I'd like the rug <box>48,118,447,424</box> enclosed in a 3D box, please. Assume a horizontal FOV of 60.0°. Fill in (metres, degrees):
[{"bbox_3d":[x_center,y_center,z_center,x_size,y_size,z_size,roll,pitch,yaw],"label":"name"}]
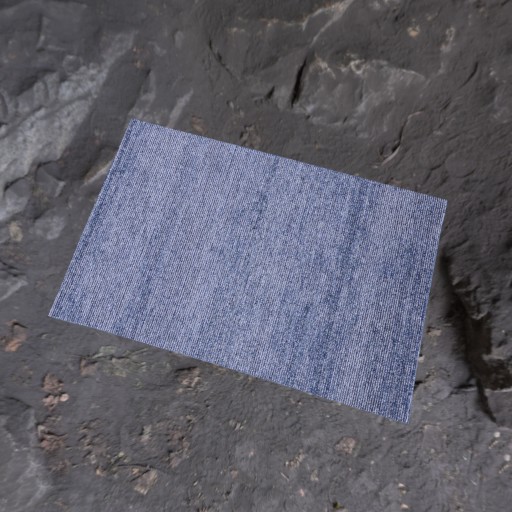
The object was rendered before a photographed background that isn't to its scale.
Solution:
[{"bbox_3d":[0.000,0.000,2.235,1.777,0.021,1.145,16,75,4],"label":"rug"}]
